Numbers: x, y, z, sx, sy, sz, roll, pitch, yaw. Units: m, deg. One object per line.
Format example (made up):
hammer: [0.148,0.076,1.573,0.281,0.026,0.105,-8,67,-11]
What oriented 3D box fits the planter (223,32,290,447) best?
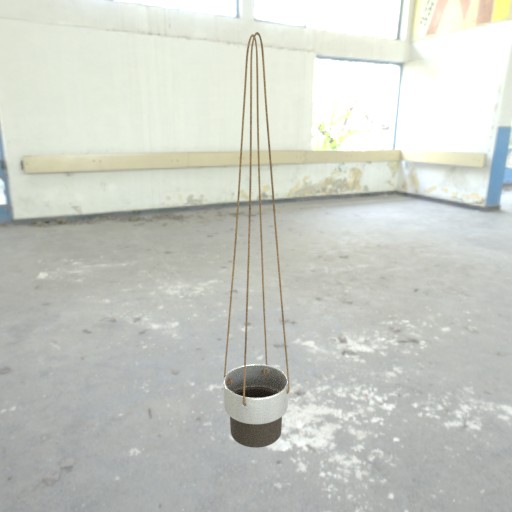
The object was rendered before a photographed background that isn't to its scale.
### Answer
planter: [0.000,0.000,1.170,0.187,1.073,0.187,-7,17,-25]
